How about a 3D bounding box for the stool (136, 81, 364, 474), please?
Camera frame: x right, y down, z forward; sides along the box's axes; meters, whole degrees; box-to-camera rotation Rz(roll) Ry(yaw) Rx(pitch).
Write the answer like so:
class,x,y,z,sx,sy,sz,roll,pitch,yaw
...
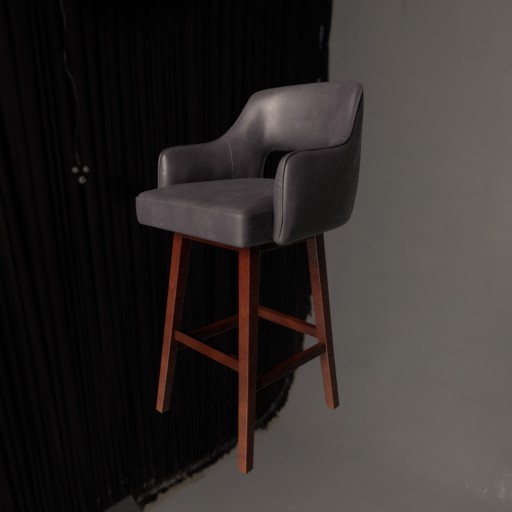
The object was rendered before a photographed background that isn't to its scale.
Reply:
class,x,y,z,sx,sy,sz,roll,pitch,yaw
stool,0.000,0.000,1.370,0.550,1.041,0.560,14,21,42
